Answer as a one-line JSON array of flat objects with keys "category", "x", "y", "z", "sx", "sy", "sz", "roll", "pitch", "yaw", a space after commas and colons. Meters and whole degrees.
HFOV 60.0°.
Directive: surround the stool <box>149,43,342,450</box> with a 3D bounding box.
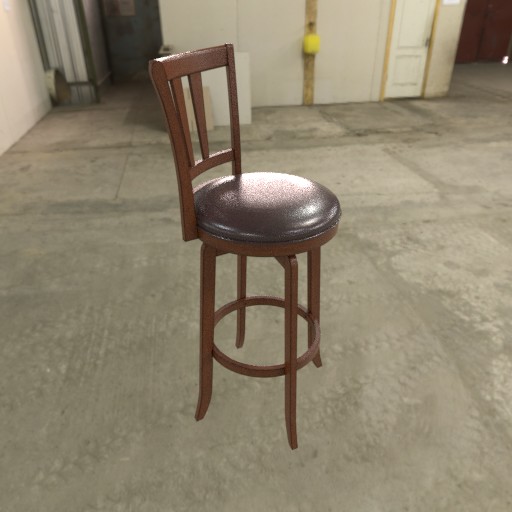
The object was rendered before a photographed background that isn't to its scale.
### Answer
[{"category": "stool", "x": 0.000, "y": 0.000, "z": 1.404, "sx": 0.503, "sy": 1.177, "sz": 0.464, "roll": 10, "pitch": 32, "yaw": 16}]
